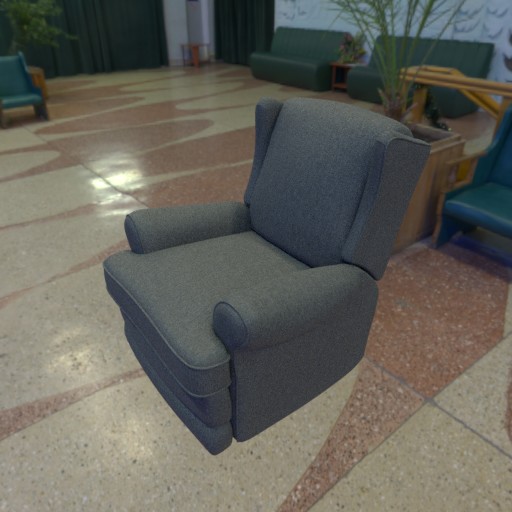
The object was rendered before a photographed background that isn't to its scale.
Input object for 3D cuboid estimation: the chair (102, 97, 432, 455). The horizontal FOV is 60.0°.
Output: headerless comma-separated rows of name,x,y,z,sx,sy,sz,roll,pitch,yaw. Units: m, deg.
chair,0.000,0.000,1.660,0.969,1.011,0.847,-21,36,-31
